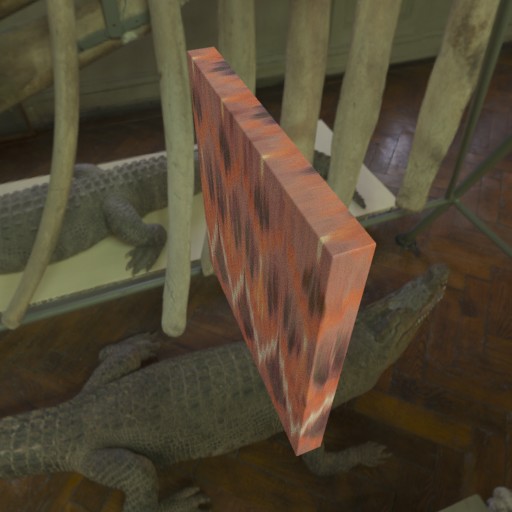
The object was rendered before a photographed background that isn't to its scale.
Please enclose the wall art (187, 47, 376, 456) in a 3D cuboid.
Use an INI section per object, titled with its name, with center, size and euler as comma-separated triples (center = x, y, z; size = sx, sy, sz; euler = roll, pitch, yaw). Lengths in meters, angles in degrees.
[wall art]
center = 0.000, 0.000, 0.607
size = 0.038, 0.406, 0.403
euler = -16, 49, -15
